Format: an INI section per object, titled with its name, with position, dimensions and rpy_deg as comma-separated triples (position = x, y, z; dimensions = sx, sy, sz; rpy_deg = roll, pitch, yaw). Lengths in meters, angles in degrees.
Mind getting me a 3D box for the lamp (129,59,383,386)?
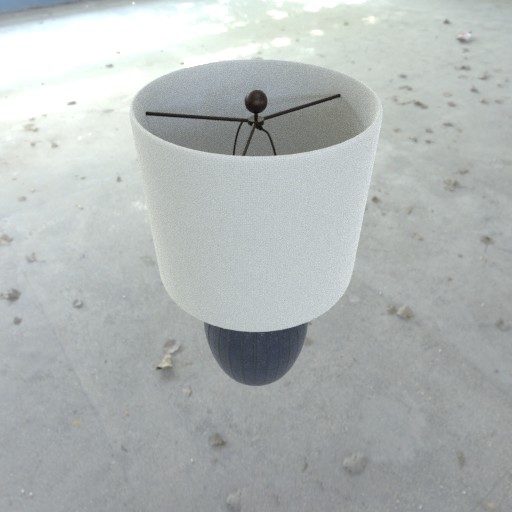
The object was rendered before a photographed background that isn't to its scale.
[lamp]
position = 0.000, 0.000, 0.762
dimensions = 0.329, 0.570, 0.329
rpy_deg = -25, 47, -26
